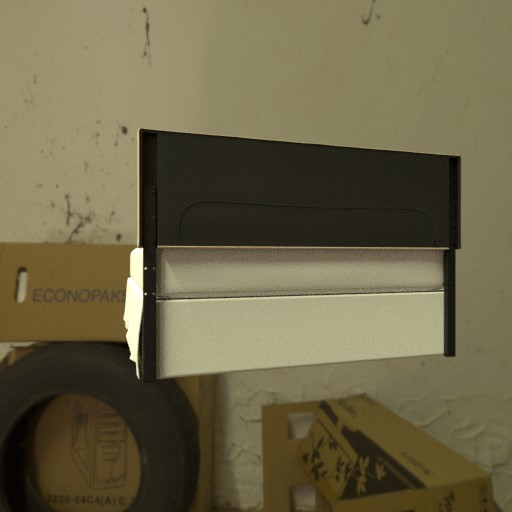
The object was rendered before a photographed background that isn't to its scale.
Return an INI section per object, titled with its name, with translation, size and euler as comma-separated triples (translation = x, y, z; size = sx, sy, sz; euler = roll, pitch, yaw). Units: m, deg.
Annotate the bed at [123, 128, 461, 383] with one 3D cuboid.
[bed]
translation = 0.000, 0.000, 2.880
size = 1.616, 1.016, 1.876
euler = 0, 0, -18
